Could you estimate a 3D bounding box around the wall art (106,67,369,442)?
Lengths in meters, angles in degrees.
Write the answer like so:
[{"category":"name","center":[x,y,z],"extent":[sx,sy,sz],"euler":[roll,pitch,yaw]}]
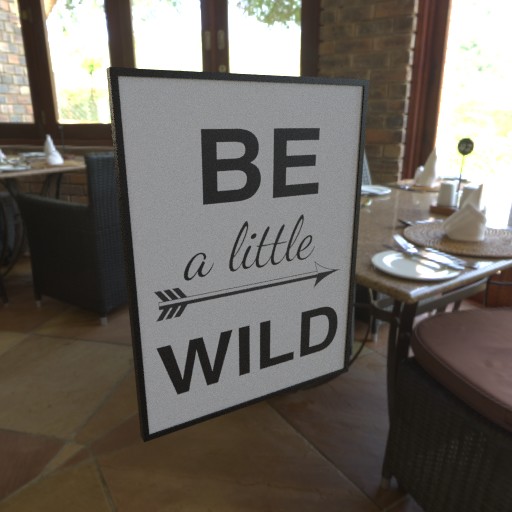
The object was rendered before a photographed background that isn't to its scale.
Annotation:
[{"category":"wall art","center":[0.000,0.000,1.399],"extent":[0.806,1.062,0.038],"euler":[-10,20,-28]}]
